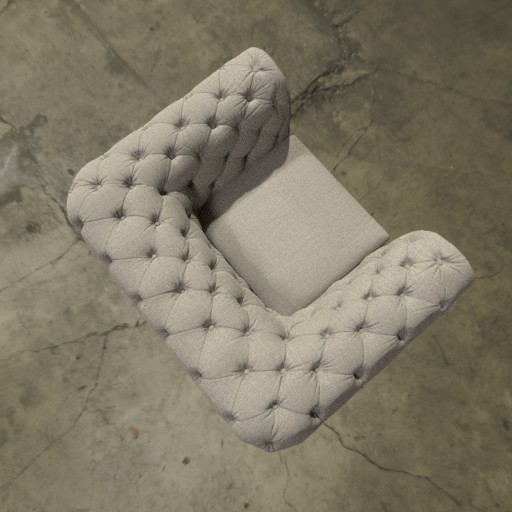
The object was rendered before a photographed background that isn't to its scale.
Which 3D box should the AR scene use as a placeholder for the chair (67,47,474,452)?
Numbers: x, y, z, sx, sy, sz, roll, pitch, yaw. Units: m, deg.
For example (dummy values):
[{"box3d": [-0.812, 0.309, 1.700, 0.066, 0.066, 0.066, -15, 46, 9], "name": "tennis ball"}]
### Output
[{"box3d": [0.000, 0.000, 1.873, 0.976, 0.770, 1.270, -39, 79, -9], "name": "chair"}]
